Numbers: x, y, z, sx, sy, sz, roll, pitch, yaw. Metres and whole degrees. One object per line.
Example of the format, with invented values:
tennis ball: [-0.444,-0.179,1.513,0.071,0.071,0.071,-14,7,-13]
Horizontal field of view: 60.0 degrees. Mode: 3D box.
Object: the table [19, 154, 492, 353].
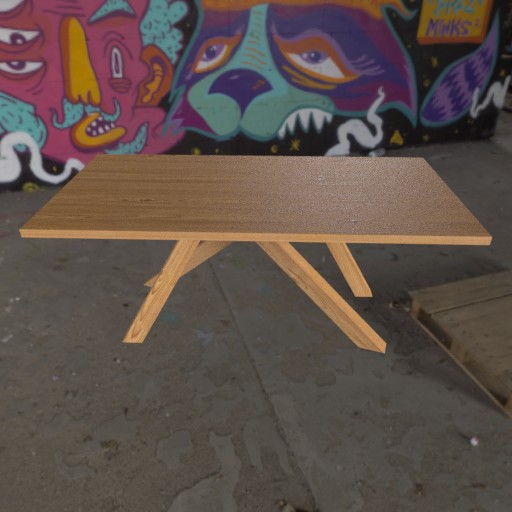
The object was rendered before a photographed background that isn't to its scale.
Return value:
table: [0.000,0.000,2.260,1.797,0.750,0.901,1,31,2]
